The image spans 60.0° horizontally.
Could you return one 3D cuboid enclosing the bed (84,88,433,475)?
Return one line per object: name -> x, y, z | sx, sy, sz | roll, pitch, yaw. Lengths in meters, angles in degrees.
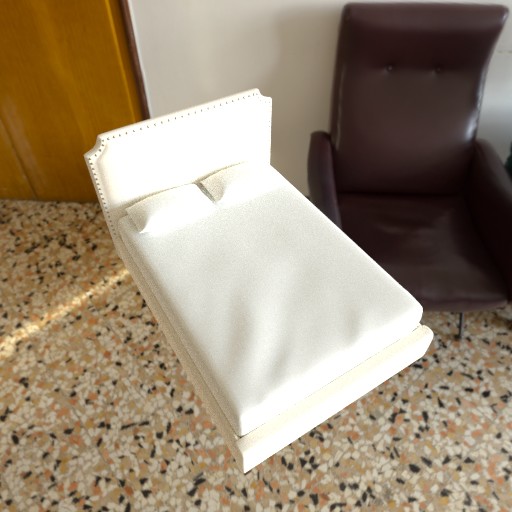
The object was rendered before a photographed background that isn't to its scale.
bed -> 0.000, 0.000, 3.492 | 1.712, 1.443, 2.365 | -25, 52, -21
